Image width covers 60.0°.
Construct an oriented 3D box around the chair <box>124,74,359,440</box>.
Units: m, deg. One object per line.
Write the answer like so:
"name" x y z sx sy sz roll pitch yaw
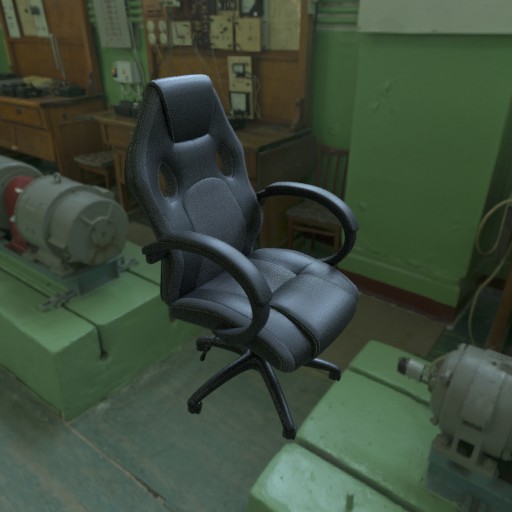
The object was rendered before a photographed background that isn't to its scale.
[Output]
"chair" 0.000 0.000 1.618 0.724 1.187 0.673 18 33 31
